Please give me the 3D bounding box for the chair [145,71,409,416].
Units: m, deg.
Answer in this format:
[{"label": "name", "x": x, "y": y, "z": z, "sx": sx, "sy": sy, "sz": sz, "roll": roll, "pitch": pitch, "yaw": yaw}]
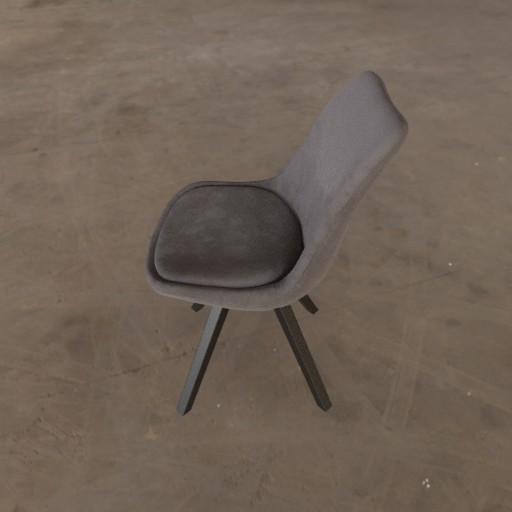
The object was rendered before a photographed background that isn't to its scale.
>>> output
[{"label": "chair", "x": 0.000, "y": 0.000, "z": 1.150, "sx": 0.550, "sy": 0.850, "sz": 0.476, "roll": 0, "pitch": 42, "yaw": 0}]
